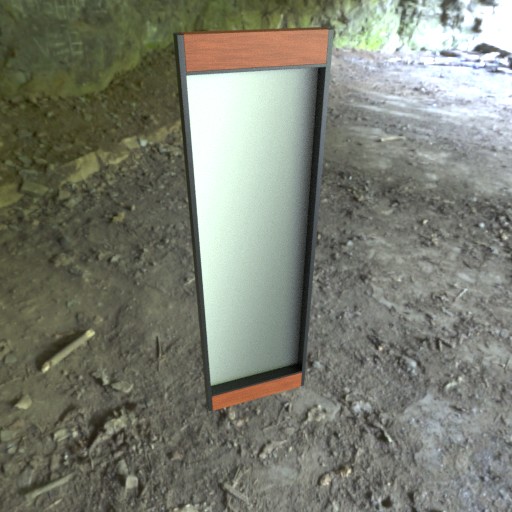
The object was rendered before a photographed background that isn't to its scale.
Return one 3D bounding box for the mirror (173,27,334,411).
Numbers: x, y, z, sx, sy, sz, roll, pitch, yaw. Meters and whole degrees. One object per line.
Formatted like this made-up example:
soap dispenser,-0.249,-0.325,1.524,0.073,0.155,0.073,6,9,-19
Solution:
mirror,0.000,0.000,1.233,0.343,1.123,0.047,-10,34,-16
